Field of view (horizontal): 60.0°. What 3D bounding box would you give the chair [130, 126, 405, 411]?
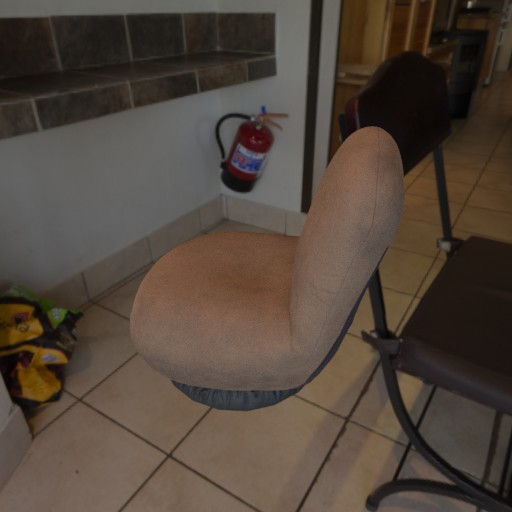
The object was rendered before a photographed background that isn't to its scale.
[{"bbox_3d":[0.000,0.000,1.046,0.597,0.594,0.521,7,30,12],"label":"chair"}]
